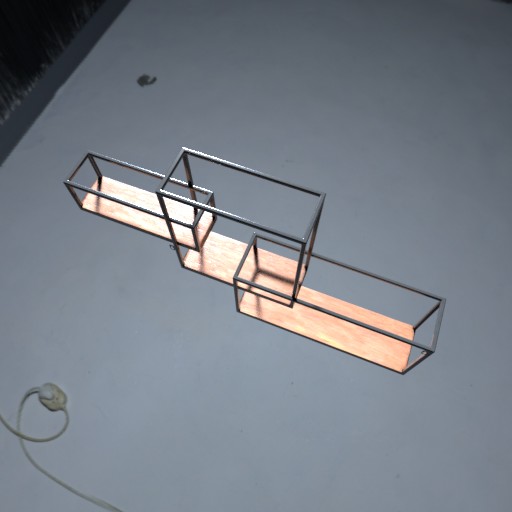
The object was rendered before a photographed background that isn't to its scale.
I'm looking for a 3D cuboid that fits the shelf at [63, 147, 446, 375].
[{"bbox_3d":[0.000,0.000,2.109,1.781,0.972,0.275,20,64,10],"label":"shelf"}]
